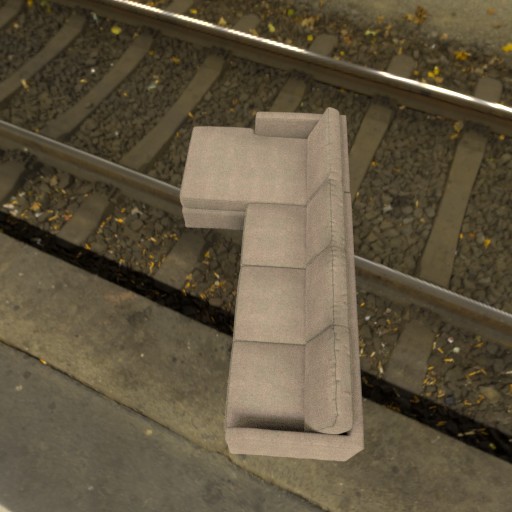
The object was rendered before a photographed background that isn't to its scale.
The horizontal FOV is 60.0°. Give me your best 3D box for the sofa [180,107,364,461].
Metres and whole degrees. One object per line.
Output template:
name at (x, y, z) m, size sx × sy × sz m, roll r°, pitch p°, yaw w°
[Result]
sofa at (0.000, 0.000, 3.982) m, size 1.650 × 0.922 × 3.205 m, roll 3°, pitch 59°, yaw 2°
